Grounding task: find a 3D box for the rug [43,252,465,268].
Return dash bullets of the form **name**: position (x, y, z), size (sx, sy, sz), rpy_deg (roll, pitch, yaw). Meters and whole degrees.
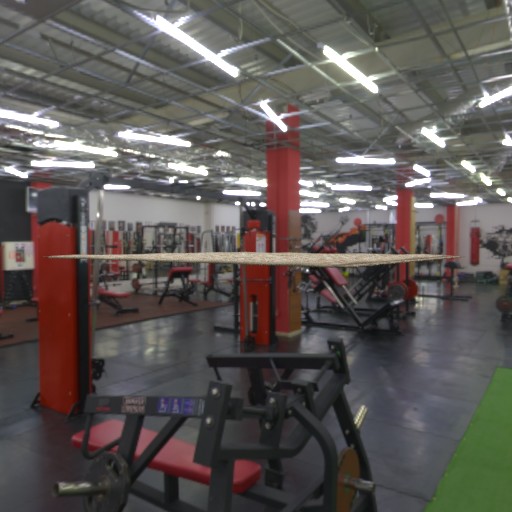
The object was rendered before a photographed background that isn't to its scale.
- **rug**: position (0.000, 0.000, 4.078), size (3.061, 0.034, 2.426), rpy_deg (1, 2, 37)
